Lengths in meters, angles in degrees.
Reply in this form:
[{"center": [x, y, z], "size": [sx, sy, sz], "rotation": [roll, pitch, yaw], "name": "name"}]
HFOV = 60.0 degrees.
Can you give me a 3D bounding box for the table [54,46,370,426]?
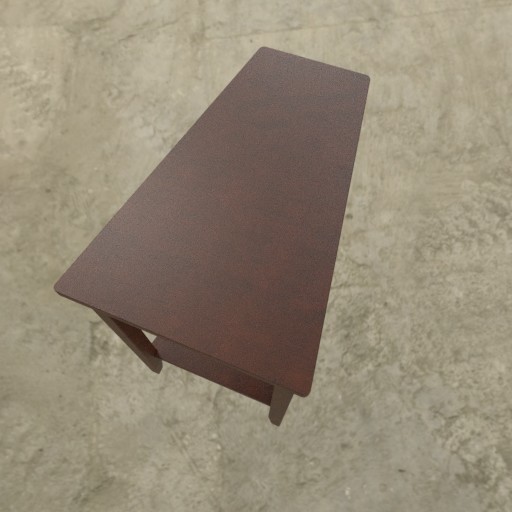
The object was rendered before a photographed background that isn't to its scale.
[{"center": [0.000, 0.000, 1.003], "size": [0.399, 0.589, 0.605], "rotation": [20, 65, 10], "name": "table"}]
